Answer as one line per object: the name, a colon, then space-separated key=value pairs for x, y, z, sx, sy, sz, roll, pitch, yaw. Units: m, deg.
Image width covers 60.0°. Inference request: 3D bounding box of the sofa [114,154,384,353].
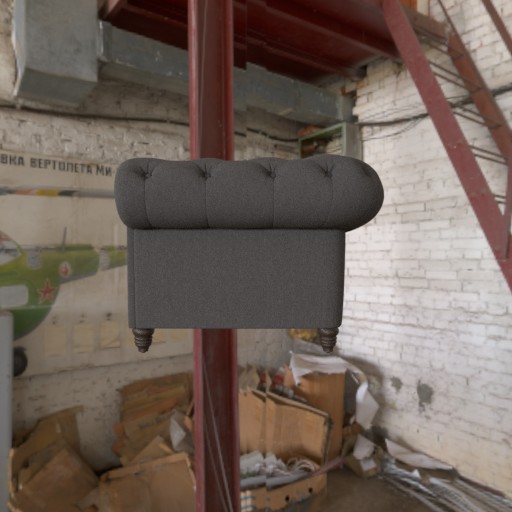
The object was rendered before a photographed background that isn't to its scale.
sofa: x=0.000 y=0.000 z=2.498 sx=0.986 sy=0.764 sz=1.998 roll=0 pitch=-1 yaw=0
